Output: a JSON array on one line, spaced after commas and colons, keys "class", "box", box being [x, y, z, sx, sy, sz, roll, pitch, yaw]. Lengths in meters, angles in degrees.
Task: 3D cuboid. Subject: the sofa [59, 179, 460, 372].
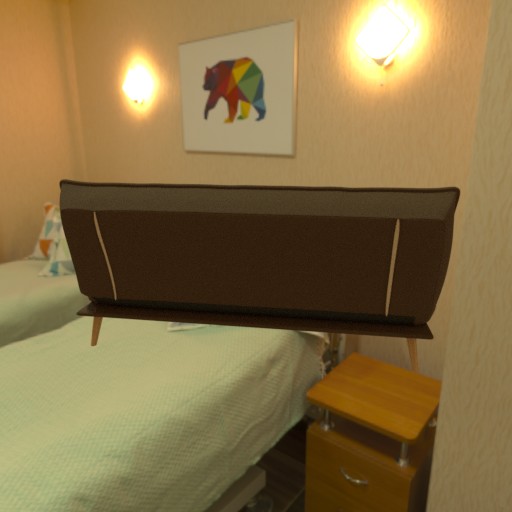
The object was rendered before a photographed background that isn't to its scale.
[{"class": "sofa", "box": [0.000, 0.000, 2.512, 1.940, 0.890, 0.950, 2, 16, 9]}]
